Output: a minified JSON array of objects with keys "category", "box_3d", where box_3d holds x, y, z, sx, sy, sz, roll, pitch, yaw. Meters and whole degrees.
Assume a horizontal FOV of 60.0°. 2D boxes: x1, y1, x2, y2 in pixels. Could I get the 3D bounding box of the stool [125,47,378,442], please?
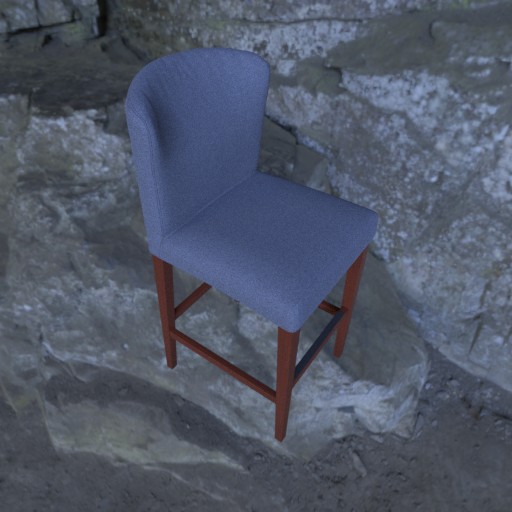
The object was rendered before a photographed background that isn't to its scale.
[{"category":"stool","box_3d":[0.000,0.000,1.345,0.568,1.069,0.481,26,48,26]}]
